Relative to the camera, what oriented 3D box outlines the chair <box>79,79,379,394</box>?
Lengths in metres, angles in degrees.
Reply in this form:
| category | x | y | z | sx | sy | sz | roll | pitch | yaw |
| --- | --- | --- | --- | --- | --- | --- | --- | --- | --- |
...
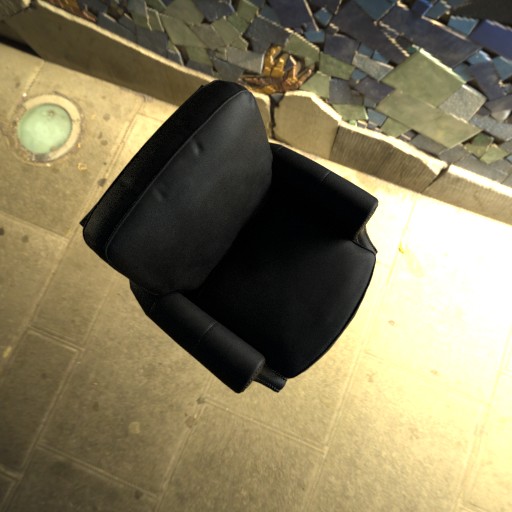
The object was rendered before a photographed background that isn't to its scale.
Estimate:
| category | x | y | z | sx | sy | sz | roll | pitch | yaw |
| --- | --- | --- | --- | --- | --- | --- | --- | --- | --- |
| chair | 0.000 | 0.000 | 1.802 | 0.986 | 1.018 | 0.936 | 36 | 79 | 8 |
